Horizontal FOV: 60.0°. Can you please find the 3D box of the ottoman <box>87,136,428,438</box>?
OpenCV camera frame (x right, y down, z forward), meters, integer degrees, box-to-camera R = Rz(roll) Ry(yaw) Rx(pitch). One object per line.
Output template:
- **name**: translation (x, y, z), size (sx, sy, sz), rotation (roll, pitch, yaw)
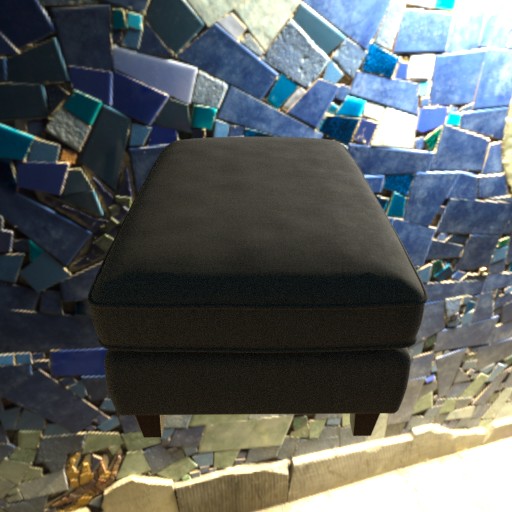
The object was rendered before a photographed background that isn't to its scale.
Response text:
- **ottoman**: translation (0.000, 0.000, 1.267), size (0.636, 0.480, 0.941), rotation (0, 32, 0)
